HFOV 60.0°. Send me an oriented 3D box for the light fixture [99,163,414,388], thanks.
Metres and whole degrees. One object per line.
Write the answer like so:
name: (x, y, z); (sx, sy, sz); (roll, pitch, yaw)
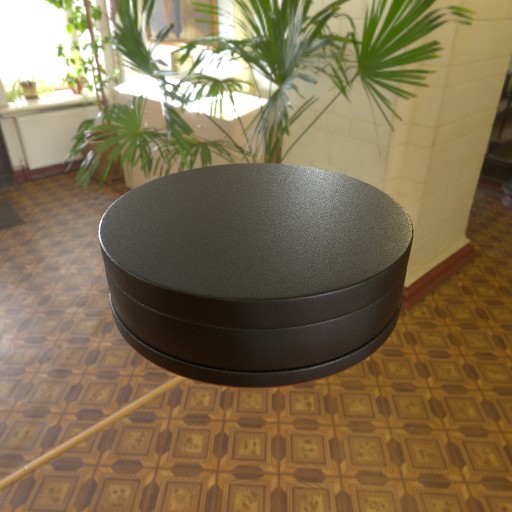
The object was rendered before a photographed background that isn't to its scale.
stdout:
light fixture: (0.000, 0.000, 0.436); (0.283, 0.097, 0.283); (0, 30, 0)
